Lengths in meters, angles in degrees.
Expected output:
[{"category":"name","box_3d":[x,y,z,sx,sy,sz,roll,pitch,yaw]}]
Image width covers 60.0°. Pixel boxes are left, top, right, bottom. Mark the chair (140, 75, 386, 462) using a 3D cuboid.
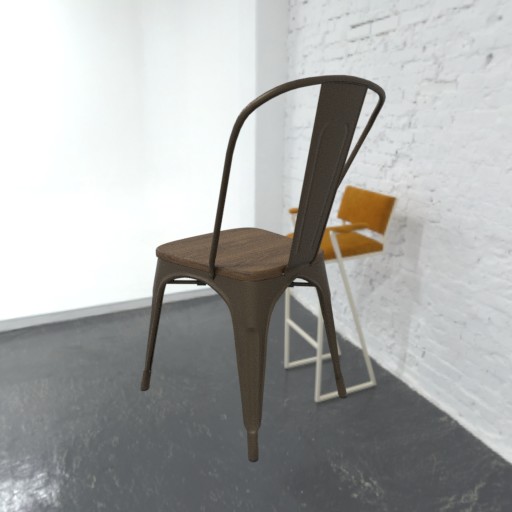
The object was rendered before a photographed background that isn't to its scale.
[{"category":"chair","box_3d":[0.000,0.000,1.160,0.451,0.844,0.532,-16,23,-42]}]
